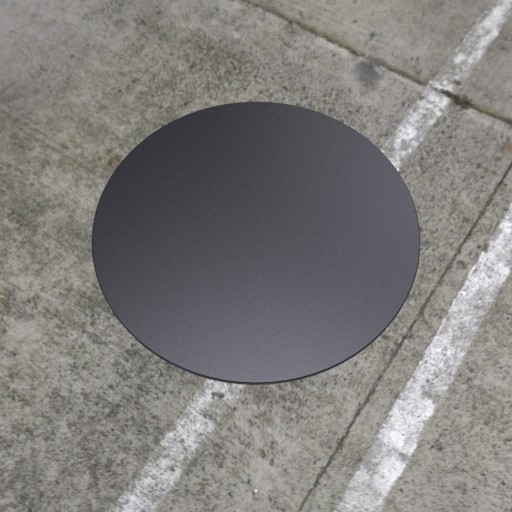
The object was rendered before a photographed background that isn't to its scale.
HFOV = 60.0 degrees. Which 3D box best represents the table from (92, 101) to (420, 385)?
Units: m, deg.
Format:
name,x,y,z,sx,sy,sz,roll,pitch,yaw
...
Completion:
name,x,y,z,sx,sy,sz,roll,pitch,yaw
table,0.000,0.000,1.450,0.914,0.457,0.914,0,62,0
